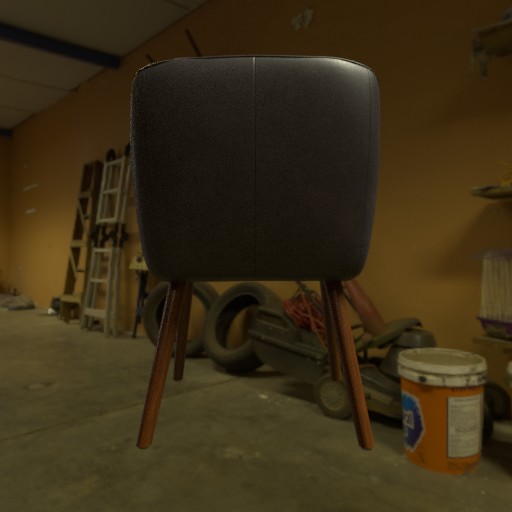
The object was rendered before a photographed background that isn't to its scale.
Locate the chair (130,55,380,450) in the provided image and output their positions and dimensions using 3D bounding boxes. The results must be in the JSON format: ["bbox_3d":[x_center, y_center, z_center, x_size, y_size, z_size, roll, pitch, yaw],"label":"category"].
[{"bbox_3d":[0.000,0.000,1.196,0.610,0.828,0.610,0,0,1],"label":"chair"}]
